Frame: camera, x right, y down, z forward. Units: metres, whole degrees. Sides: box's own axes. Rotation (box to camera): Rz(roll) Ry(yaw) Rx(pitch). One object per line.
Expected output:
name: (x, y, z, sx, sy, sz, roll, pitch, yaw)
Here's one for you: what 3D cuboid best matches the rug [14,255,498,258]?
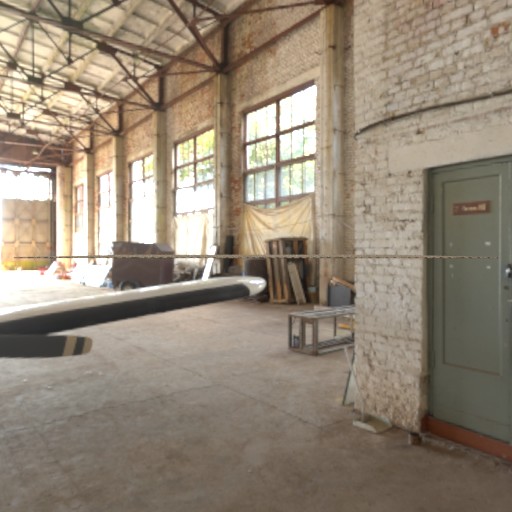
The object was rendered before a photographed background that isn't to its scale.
rug: (0.000, 0.000, 2.179, 1.750, 0.004, 1.177, 0, 1, 0)
